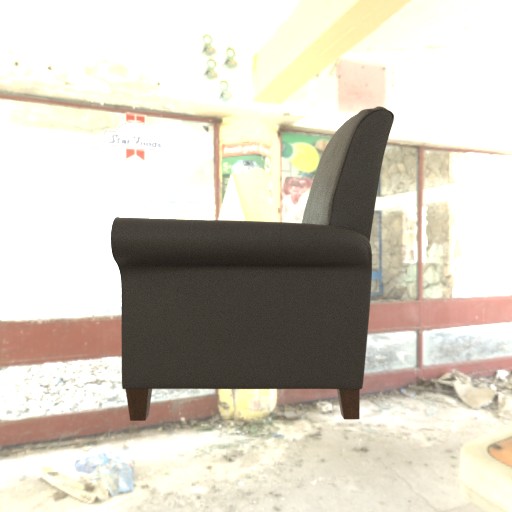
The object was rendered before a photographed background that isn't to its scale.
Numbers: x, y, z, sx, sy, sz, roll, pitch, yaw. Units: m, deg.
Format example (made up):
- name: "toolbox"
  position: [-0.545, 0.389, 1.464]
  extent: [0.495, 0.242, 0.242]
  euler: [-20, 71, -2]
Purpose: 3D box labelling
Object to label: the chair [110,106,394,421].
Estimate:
- name: "chair"
  position: [0.000, 0.000, 1.788]
  extent: [0.902, 1.061, 0.978]
  euler: [0, 0, -1]
